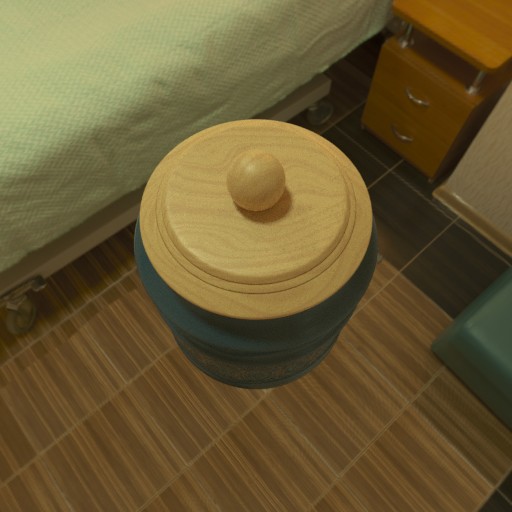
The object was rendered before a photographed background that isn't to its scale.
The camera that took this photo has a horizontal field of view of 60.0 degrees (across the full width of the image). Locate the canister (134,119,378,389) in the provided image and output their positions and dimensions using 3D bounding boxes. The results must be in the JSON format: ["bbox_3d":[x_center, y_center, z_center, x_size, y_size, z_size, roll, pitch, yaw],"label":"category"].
[{"bbox_3d":[0.000,0.000,0.263,0.130,0.176,0.130,0,64,0],"label":"canister"}]
